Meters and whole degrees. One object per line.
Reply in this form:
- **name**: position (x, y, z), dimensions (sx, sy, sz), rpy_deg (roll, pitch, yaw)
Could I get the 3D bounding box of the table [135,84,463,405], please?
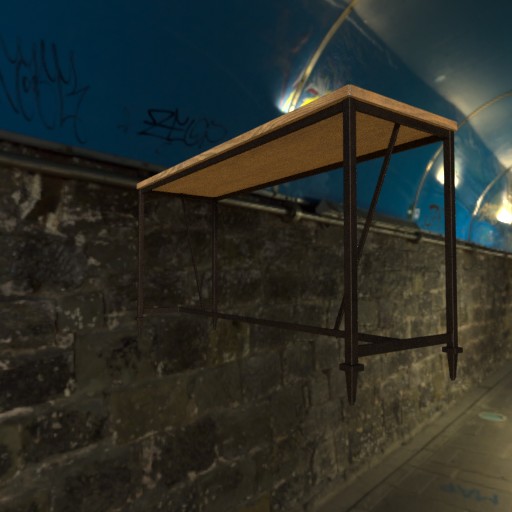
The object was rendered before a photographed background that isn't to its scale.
- **table**: position (0.000, 0.000, 2.078), dimensions (0.551, 0.902, 1.700), rpy_deg (2, -3, -35)
